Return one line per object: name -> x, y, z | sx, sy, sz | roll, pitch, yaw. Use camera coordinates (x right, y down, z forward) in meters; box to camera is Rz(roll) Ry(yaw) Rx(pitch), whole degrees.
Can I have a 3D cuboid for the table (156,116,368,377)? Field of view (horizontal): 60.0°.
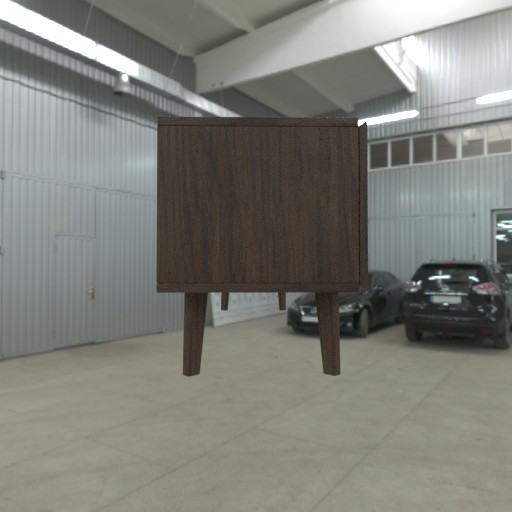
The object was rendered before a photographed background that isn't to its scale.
table -> 0.000, 0.000, 1.546 | 0.405, 0.508, 1.397 | 0, -1, -1
